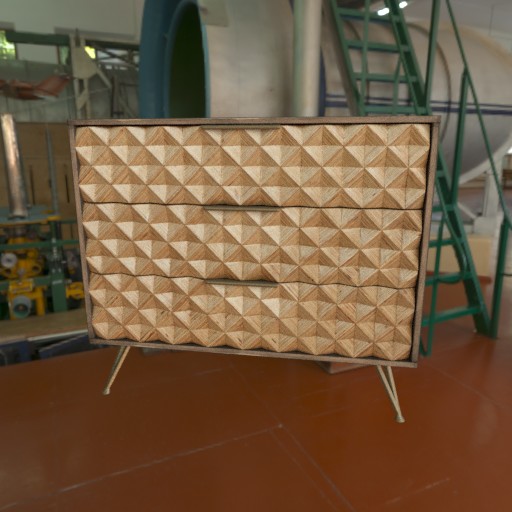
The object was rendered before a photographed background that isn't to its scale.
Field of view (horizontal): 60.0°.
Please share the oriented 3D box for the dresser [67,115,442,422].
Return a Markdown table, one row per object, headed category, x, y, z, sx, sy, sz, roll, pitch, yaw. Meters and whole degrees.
| category | x | y | z | sx | sy | sz | roll | pitch | yaw |
| --- | --- | --- | --- | --- | --- | --- | --- | --- | --- |
| dresser | 0.000 | 0.000 | 1.381 | 0.923 | 0.801 | 0.453 | 2 | 14 | 9 |
